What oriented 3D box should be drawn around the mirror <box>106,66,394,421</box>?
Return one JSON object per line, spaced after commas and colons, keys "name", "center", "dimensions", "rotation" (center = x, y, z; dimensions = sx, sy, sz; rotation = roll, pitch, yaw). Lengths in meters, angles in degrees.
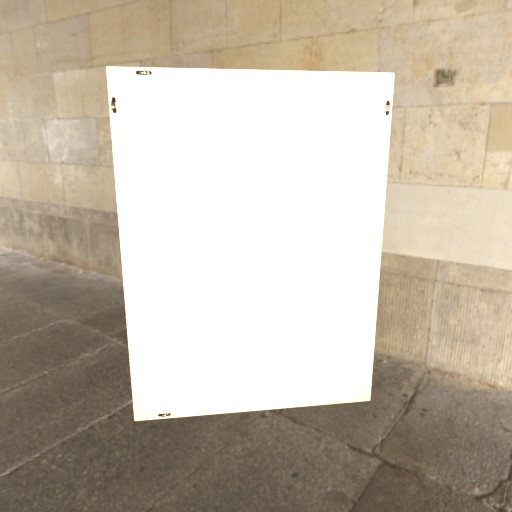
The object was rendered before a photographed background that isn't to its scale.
{"name": "mirror", "center": [0.000, 0.000, 1.305], "dimensions": [0.762, 1.016, 0.040], "rotation": [-2, 15, -8]}
